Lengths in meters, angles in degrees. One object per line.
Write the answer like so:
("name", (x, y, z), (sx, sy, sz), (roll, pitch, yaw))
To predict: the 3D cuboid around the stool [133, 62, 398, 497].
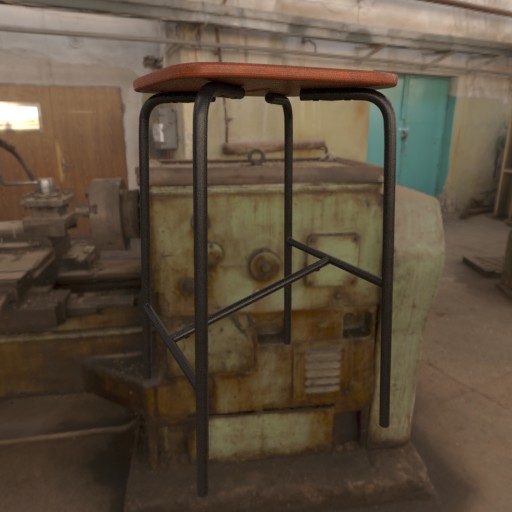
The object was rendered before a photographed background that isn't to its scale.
("stool", (0.000, 0.000, 0.817), (0.376, 0.610, 0.376), (-8, 19, -25))
